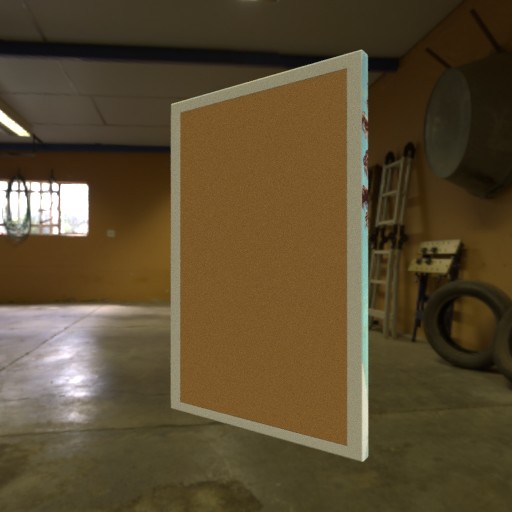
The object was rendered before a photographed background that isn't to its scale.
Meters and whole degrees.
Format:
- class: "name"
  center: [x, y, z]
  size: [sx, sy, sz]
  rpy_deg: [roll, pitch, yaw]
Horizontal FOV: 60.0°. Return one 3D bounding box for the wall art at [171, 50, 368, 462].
- class: "wall art"
  center: [0.000, 0.000, 1.169]
  size: [0.605, 0.915, 0.037]
  rpy_deg: [0, 0, 36]
